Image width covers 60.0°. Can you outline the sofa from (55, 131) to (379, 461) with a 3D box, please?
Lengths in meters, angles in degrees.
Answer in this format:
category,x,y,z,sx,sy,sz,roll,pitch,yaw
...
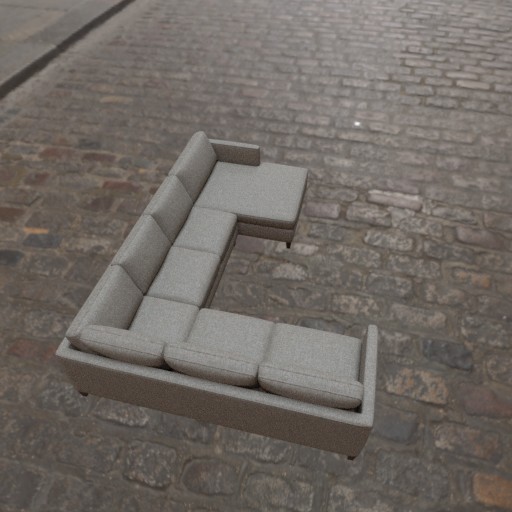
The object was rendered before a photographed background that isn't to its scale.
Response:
category,x,y,z,sx,sy,sz,roll,pitch,yaw
sofa,0.000,0.000,4.632,2.551,0.889,3.403,10,47,9
